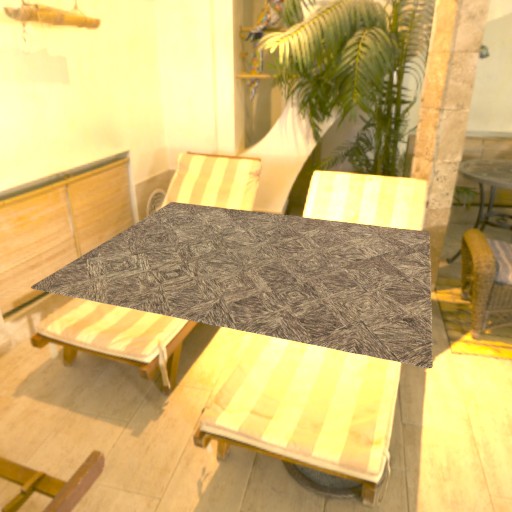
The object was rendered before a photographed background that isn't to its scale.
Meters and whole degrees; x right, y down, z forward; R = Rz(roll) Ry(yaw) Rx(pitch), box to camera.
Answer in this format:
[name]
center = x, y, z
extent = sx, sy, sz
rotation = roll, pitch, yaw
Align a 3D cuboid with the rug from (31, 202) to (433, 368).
[rug]
center = 0.000, 0.000, 4.306
extent = 3.204, 0.017, 2.448
rotation = 8, 26, 17
